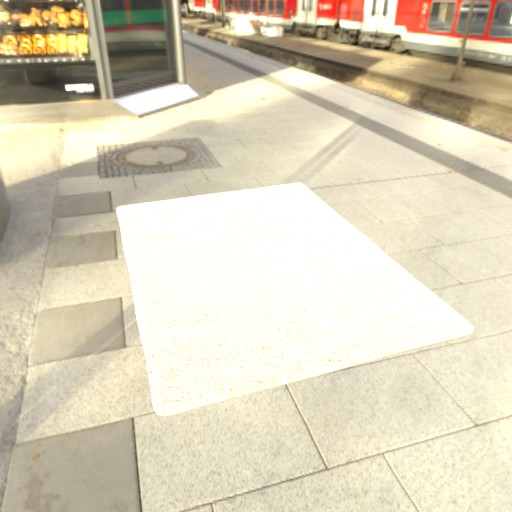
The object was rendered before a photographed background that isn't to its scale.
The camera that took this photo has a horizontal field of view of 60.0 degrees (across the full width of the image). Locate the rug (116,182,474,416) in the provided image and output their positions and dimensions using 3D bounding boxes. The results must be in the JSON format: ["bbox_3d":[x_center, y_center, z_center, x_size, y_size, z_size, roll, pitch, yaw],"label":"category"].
[{"bbox_3d":[0.000,0.000,2.151,1.200,0.027,1.600,-10,32,-17],"label":"rug"}]
